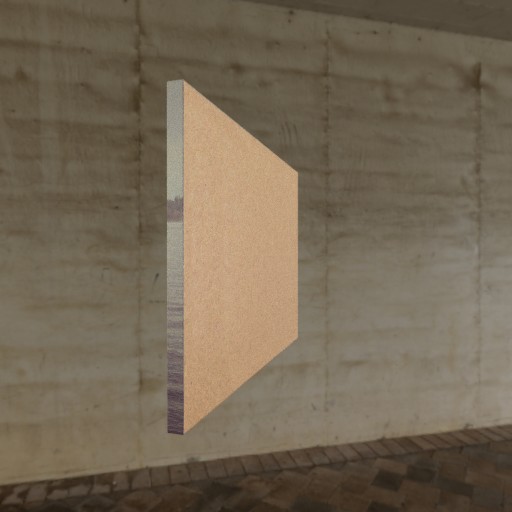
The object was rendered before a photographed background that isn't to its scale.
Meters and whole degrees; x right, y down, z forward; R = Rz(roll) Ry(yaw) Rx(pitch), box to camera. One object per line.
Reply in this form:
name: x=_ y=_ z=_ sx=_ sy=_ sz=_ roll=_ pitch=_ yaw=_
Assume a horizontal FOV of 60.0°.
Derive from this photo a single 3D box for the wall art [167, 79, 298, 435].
wall art: x=0.000 y=0.000 z=0.805 sx=0.021 sy=0.410 sz=0.615 roll=0 pitch=0 yaw=18
